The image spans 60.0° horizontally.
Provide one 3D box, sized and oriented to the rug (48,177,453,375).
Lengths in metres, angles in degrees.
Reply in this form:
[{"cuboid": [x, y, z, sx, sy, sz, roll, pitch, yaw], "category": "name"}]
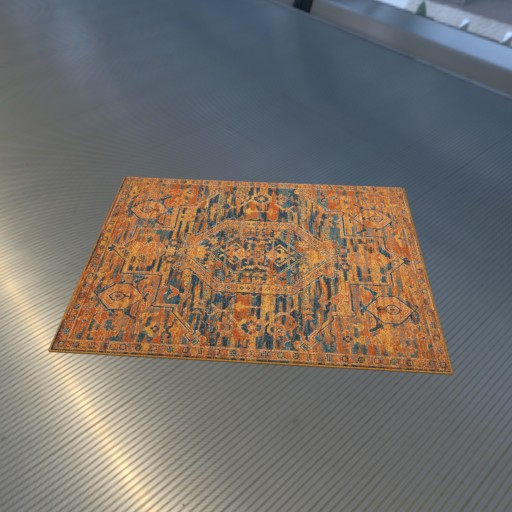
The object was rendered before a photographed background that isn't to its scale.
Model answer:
[{"cuboid": [0.000, 0.000, 2.942, 2.204, 0.024, 1.588, 3, 47, 2], "category": "rug"}]
